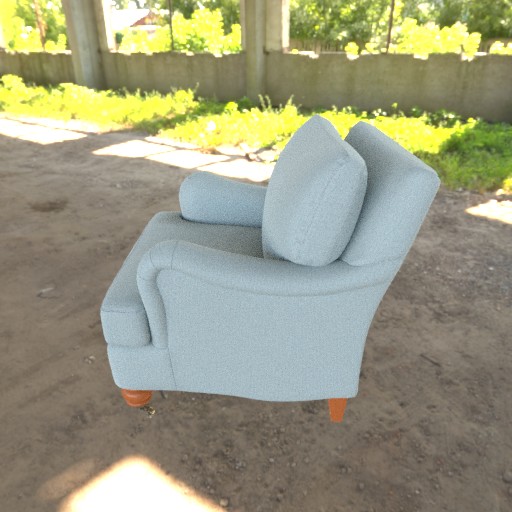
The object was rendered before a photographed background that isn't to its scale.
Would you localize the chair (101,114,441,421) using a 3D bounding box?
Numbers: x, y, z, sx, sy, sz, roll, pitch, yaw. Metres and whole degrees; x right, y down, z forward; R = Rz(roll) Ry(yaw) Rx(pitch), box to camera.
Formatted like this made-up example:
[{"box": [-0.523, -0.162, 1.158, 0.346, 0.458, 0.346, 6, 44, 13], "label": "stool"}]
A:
[{"box": [0.000, 0.000, 1.846, 1.070, 1.038, 0.955, 0, 26, 0], "label": "chair"}]
